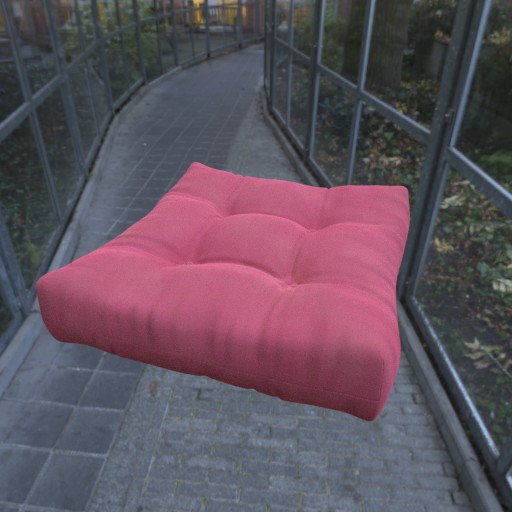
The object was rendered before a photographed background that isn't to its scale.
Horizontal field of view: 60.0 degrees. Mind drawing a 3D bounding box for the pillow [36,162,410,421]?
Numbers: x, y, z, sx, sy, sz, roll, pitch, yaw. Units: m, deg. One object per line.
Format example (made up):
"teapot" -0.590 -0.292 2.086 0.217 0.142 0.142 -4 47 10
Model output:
"pillow" 0.000 0.000 0.723 0.468 0.128 0.490 10 33 15
